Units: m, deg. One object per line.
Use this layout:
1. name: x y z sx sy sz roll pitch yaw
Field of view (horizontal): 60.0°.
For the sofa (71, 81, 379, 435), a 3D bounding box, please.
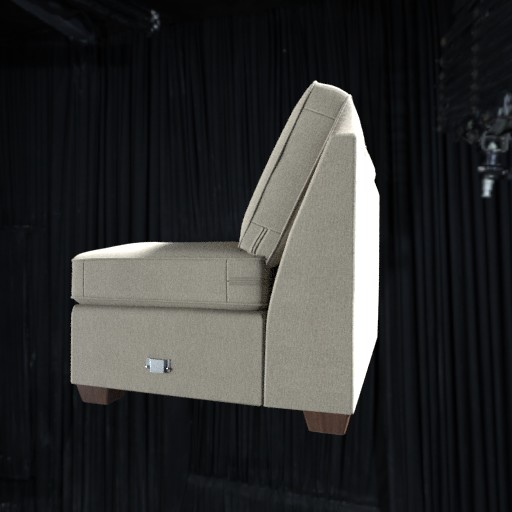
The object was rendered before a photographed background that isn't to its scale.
1. sofa: 0.000 0.000 1.929 0.978 1.006 1.232 0 0 18
